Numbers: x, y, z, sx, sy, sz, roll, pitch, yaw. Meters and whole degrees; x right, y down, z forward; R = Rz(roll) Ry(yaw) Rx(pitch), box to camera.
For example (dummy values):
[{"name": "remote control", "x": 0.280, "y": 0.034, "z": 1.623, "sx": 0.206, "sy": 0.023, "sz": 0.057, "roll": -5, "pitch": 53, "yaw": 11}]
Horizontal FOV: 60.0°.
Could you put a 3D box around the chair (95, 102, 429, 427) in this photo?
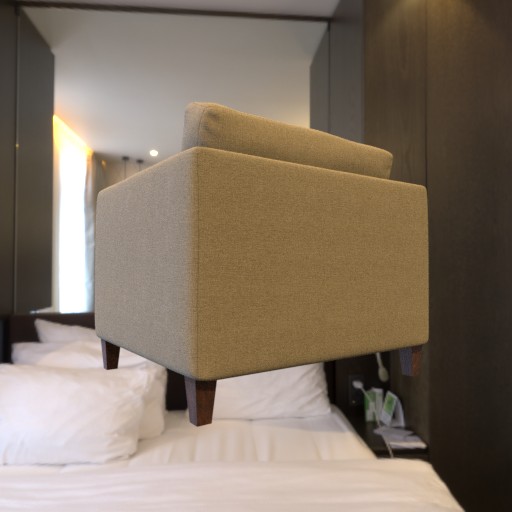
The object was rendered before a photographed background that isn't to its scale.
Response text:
[{"name": "chair", "x": 0.000, "y": 0.000, "z": 1.868, "sx": 1.107, "sy": 0.963, "sz": 0.959, "roll": 1, "pitch": -2, "yaw": -35}]
